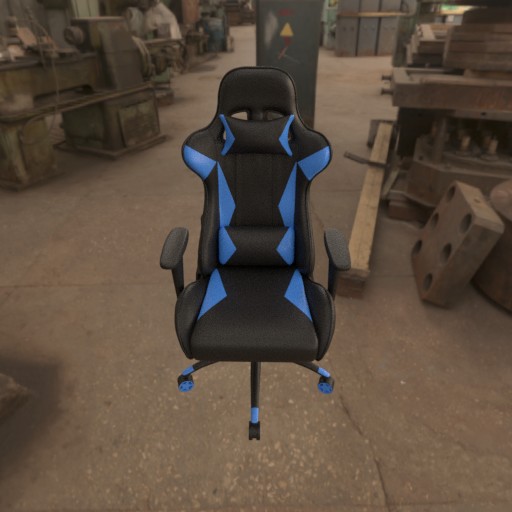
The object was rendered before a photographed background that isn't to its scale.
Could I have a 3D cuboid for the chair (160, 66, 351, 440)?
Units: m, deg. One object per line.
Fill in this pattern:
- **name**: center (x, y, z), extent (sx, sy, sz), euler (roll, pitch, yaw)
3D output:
- **chair**: center (0.000, 0.000, 1.705), extent (0.695, 1.282, 0.730), euler (1, 31, 1)
